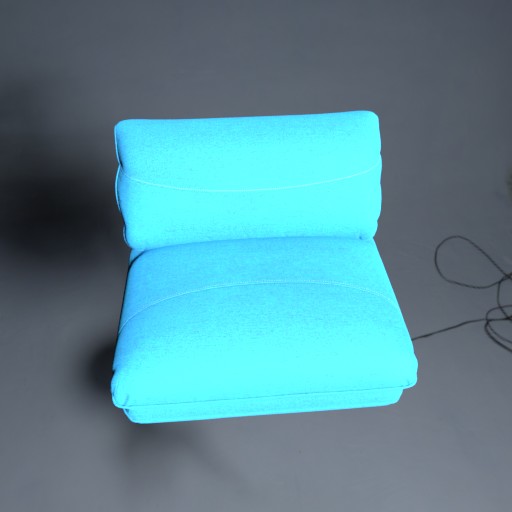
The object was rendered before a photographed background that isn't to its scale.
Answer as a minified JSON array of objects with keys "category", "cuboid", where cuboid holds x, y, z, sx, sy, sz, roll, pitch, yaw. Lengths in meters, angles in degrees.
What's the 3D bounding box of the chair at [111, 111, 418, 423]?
[{"category":"chair","cuboid":[0.000,0.000,1.314,0.820,0.580,0.780,-3,46,-3]}]
